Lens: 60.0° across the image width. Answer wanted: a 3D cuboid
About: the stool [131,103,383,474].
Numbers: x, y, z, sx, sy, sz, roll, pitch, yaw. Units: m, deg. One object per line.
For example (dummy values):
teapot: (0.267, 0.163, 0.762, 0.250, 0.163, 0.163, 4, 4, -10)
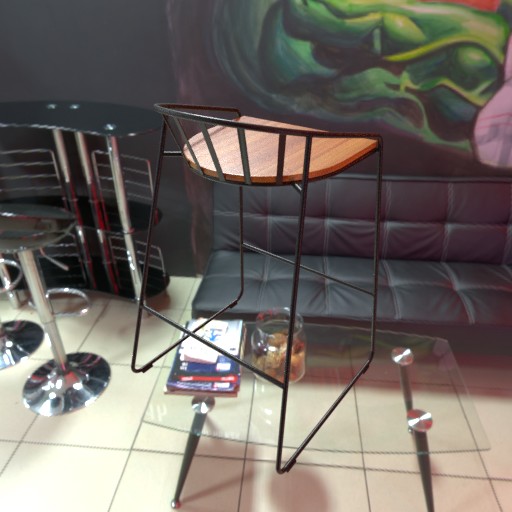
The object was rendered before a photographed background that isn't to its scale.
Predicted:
stool: (0.000, 0.000, 1.163, 0.546, 0.812, 0.521, 22, 37, 32)
